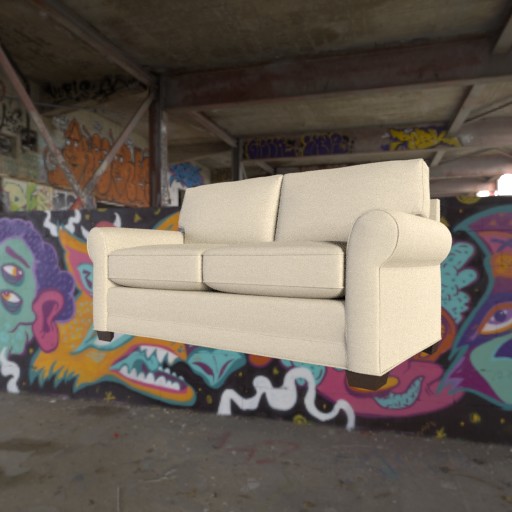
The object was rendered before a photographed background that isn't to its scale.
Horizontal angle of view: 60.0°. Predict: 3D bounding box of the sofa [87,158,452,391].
[{"bbox_3d":[0.000,0.000,2.306,1.774,0.933,0.861,0,0,36],"label":"sofa"}]
